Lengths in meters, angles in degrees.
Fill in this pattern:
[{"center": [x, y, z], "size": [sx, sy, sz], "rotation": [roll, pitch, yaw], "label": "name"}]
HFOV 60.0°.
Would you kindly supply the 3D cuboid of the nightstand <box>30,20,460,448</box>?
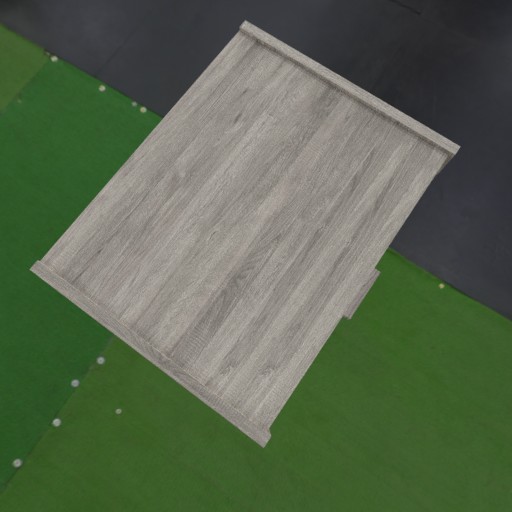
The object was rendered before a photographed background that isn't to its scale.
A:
[{"center": [0.000, 0.000, 0.839], "size": [0.380, 0.500, 0.480], "rotation": [34, 78, 9], "label": "nightstand"}]
